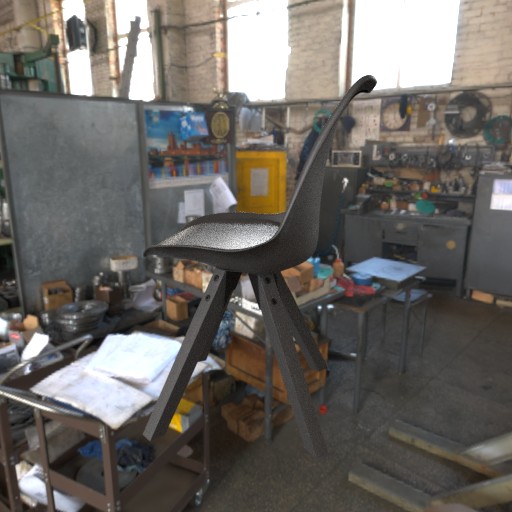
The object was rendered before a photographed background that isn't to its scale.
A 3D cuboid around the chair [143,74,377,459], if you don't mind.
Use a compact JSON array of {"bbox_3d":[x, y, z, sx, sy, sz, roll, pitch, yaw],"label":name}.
[{"bbox_3d":[0.000,0.000,1.165,0.550,0.850,0.485,2,15,9],"label":"chair"}]
